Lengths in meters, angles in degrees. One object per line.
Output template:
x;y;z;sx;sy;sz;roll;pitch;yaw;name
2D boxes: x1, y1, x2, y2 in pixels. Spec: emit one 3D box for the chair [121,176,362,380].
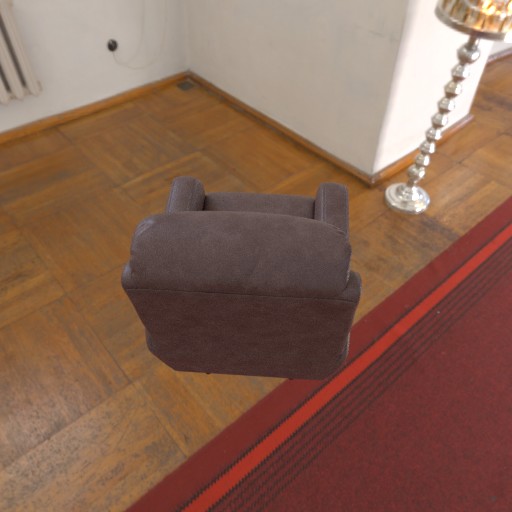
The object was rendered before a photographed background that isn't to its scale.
0.000;0.000;1.866;0.865;1.067;1.067;3;46;3;chair
